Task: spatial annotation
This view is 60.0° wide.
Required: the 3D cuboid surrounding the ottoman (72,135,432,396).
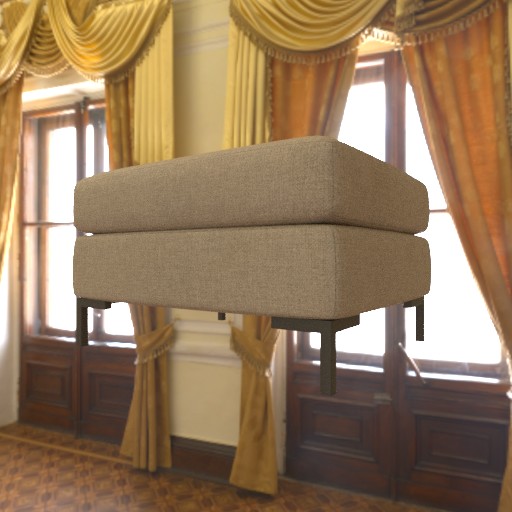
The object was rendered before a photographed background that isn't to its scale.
[{"bbox_3d":[0.000,0.000,1.250,0.820,0.490,0.671,0,0,35],"label":"ottoman"}]
